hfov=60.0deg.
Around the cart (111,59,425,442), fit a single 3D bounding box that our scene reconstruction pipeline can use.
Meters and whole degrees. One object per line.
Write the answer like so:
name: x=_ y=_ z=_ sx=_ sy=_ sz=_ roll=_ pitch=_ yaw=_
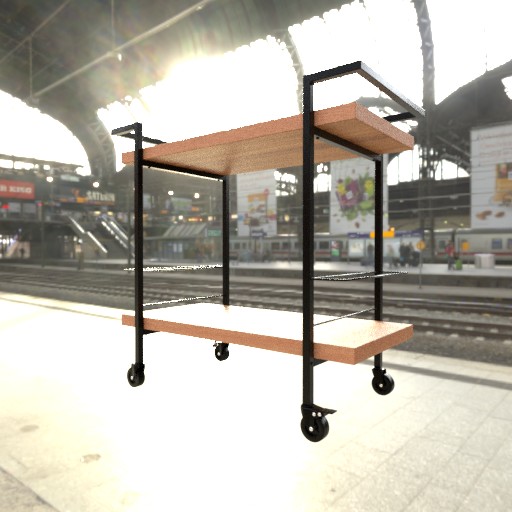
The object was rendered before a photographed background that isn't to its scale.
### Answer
cart: x=0.000 y=0.000 z=1.251 sx=0.806 sy=0.762 sz=0.406 roll=1 pitch=1 yaw=38
